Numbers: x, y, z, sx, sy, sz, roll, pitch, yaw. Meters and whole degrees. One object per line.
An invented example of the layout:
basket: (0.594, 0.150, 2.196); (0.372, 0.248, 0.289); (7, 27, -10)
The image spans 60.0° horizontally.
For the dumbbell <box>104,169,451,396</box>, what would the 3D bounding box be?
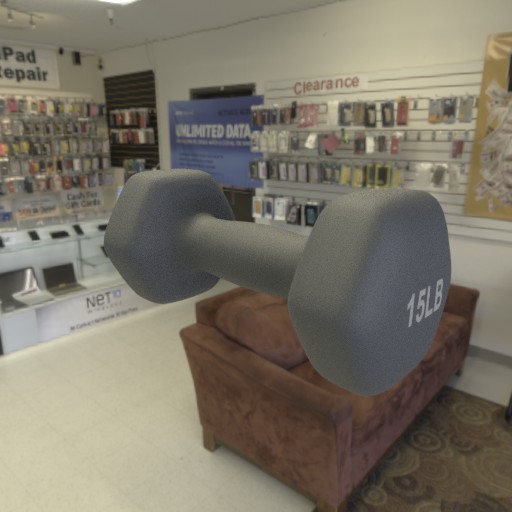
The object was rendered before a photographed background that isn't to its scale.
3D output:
dumbbell: (0.000, 0.000, 0.302); (0.240, 0.105, 0.116); (15, 21, 42)
